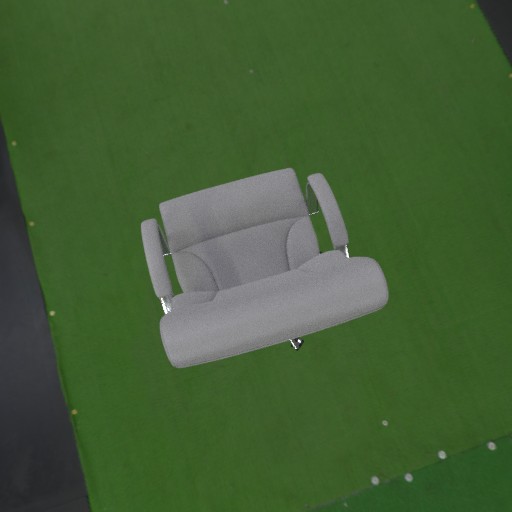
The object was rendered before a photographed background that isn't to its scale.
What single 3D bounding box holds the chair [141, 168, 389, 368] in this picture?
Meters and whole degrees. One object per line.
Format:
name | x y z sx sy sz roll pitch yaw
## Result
chair | 0.000 0.000 1.641 0.727 1.099 0.745 -16 77 -4
